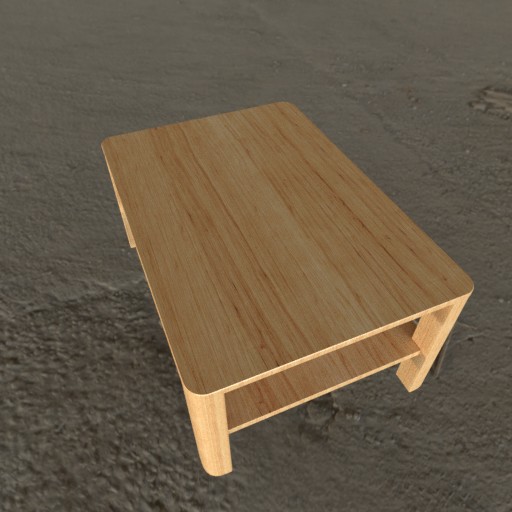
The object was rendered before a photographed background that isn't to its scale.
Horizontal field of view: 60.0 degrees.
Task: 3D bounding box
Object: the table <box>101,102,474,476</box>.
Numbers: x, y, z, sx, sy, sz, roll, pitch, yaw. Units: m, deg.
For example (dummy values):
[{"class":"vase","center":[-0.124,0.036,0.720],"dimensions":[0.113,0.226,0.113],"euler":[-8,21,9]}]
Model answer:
[{"class":"table","center":[0.000,0.000,1.393],"dimensions":[0.696,0.445,0.997],"euler":[-17,48,-16]}]
